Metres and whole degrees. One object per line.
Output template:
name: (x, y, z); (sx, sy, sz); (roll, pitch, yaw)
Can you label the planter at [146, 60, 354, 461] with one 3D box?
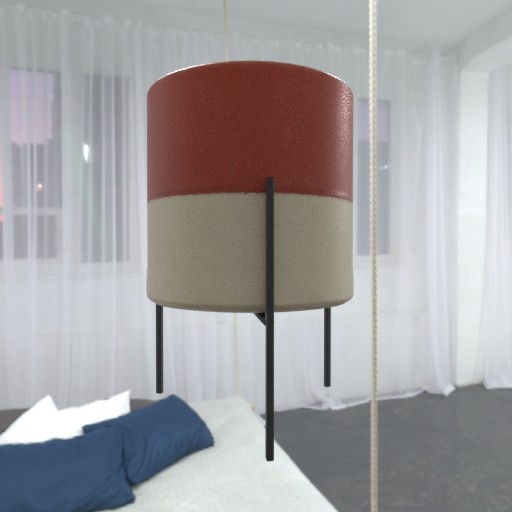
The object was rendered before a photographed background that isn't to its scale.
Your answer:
planter: (0.000, 0.000, 0.519); (0.251, 0.354, 0.235); (-1, 1, -37)
